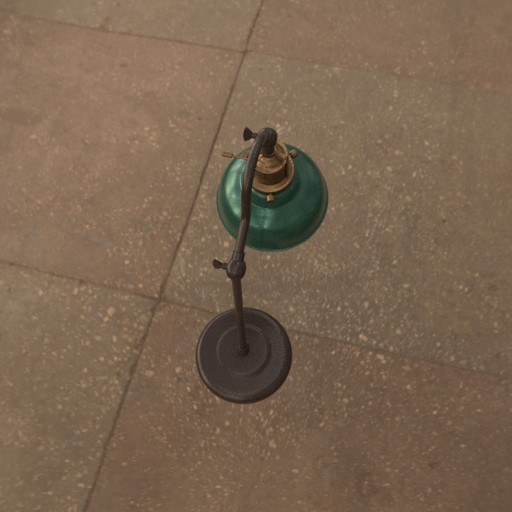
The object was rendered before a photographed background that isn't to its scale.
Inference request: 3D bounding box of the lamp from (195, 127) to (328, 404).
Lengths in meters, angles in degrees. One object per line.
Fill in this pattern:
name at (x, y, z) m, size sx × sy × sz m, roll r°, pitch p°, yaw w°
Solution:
lamp at (0.000, 0.000, 0.697) m, size 0.192 × 0.508 × 0.374 m, roll 14°, pitch 63°, yaw 7°
